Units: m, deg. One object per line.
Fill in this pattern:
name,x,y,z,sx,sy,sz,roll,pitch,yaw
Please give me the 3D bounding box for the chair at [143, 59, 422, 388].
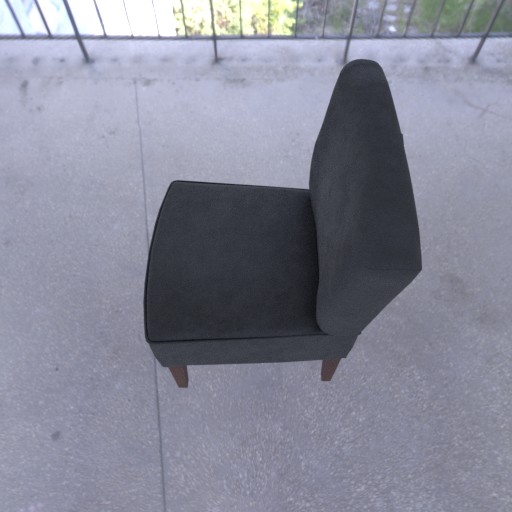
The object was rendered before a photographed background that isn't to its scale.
chair,0.000,0.000,1.151,0.554,0.806,0.521,1,58,1
